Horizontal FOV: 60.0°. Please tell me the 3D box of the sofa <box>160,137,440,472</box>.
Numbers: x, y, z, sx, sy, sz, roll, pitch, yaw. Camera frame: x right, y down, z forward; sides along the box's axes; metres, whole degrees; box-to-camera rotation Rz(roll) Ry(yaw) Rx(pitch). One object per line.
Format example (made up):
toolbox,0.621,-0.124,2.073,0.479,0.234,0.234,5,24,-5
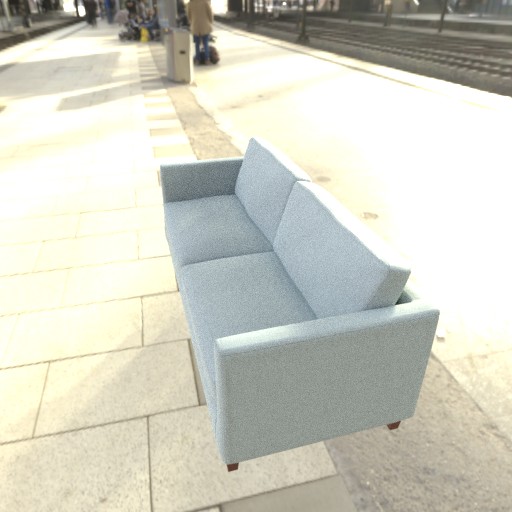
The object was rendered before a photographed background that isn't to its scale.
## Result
sofa,0.000,0.000,2.702,0.951,0.965,2.208,-8,31,-14
